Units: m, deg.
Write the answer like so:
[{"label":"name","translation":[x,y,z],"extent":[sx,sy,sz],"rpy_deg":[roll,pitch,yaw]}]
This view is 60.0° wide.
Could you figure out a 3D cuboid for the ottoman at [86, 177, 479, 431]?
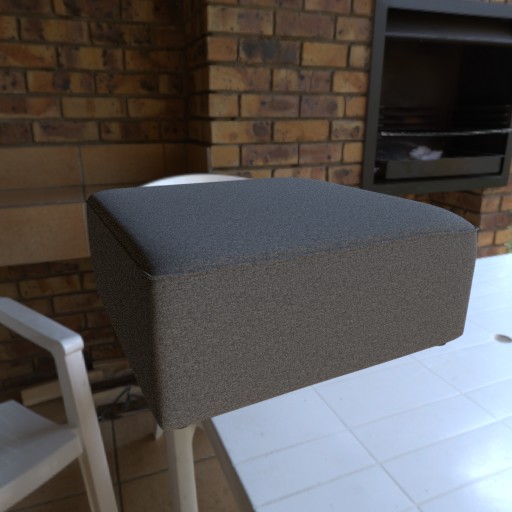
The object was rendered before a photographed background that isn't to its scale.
[{"label":"ottoman","translation":[0.000,0.000,1.571],"extent":[1.005,0.464,1.015],"rpy_deg":[-9,20,-26]}]
